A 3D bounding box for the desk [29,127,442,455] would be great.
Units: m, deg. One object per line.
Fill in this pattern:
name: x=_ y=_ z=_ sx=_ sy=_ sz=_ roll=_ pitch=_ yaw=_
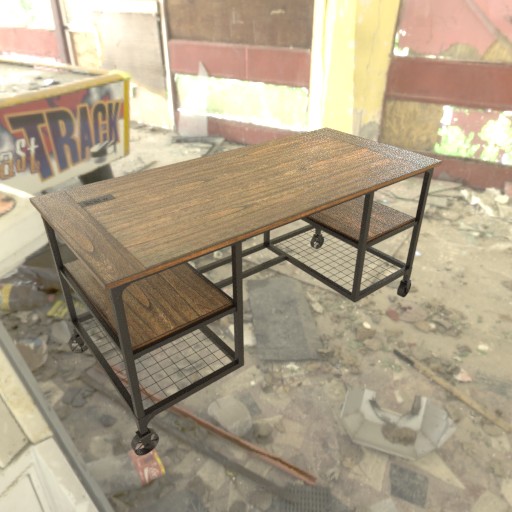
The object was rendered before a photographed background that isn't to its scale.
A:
desk: x=0.000 y=0.000 z=1.998 sx=1.590 sy=0.751 sz=0.711 roll=-22 pitch=38 yaw=-32
